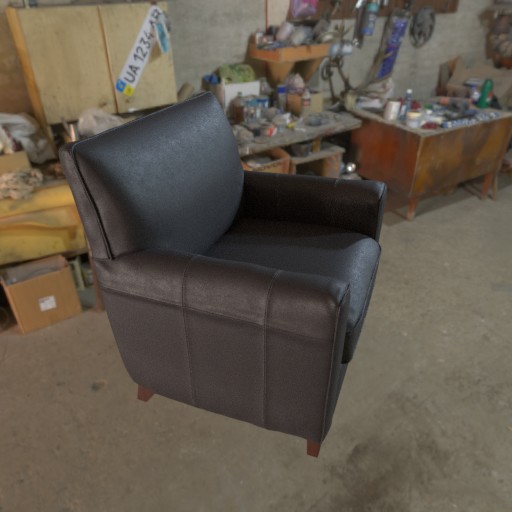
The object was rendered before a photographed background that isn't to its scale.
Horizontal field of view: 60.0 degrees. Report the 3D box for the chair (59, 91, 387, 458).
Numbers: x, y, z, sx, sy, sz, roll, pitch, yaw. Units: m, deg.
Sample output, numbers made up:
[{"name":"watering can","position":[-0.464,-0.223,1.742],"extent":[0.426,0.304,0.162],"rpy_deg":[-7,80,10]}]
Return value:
[{"name":"chair","position":[0.000,0.000,1.577],"extent":[0.825,0.943,0.870],"rpy_deg":[11,32,18]}]
